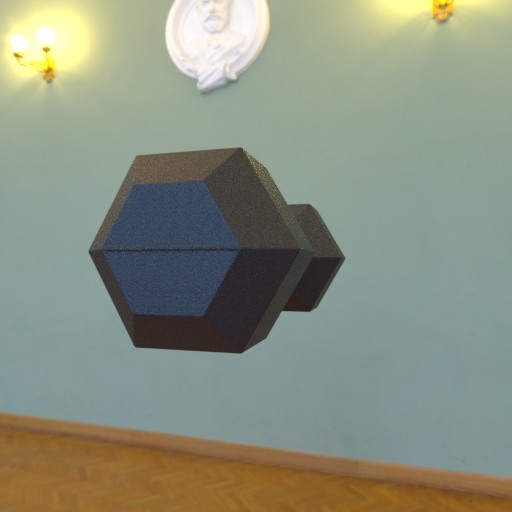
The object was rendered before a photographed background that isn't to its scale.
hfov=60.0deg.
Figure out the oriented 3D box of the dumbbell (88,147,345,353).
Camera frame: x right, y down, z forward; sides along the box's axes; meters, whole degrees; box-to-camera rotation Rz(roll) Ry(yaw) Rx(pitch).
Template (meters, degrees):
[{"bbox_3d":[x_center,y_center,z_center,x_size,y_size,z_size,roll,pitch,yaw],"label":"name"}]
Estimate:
[{"bbox_3d":[0.000,0.000,0.419,0.141,0.123,0.356,0,-1,16],"label":"dumbbell"}]
